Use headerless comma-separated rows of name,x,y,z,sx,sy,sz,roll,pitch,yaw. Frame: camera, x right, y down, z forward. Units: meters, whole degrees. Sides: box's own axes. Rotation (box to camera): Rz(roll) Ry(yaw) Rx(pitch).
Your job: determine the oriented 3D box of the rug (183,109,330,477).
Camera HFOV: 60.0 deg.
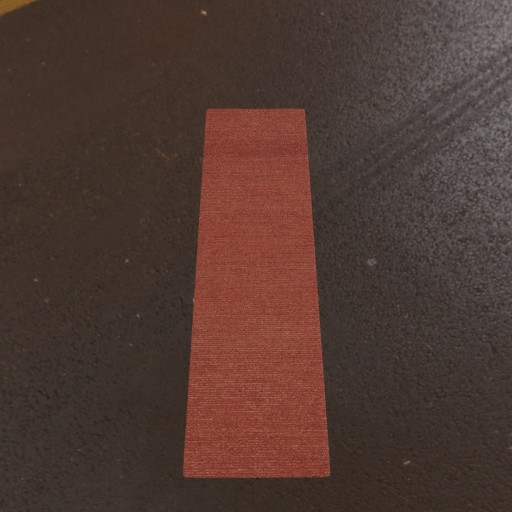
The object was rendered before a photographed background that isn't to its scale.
rug,0.000,0.000,2.583,0.687,0.012,2.307,0,63,0
